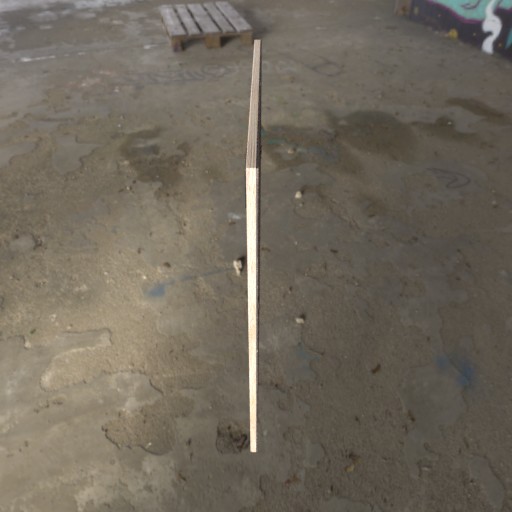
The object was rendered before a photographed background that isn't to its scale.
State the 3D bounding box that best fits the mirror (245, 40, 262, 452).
[{"bbox_3d":[0.000,0.000,1.306,0.025,0.996,0.705,1,41,1],"label":"mirror"}]
